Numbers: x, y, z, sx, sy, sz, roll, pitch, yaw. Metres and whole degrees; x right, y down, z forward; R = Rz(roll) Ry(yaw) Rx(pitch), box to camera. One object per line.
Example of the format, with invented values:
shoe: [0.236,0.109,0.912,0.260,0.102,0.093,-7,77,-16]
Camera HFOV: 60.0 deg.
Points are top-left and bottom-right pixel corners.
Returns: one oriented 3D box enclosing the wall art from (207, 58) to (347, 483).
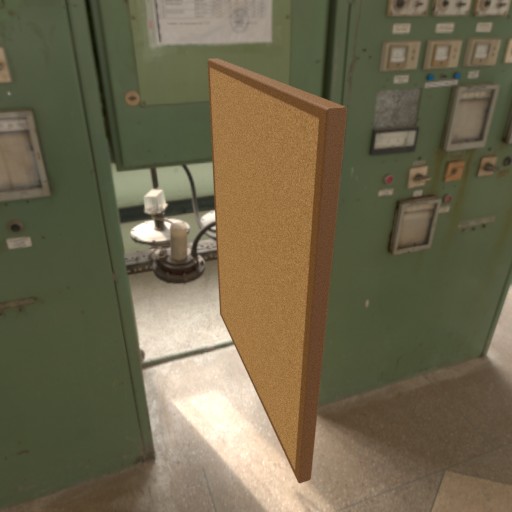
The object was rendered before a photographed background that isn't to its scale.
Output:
wall art: [0.000,0.000,0.722,0.021,0.550,0.449,-10,31,-17]
